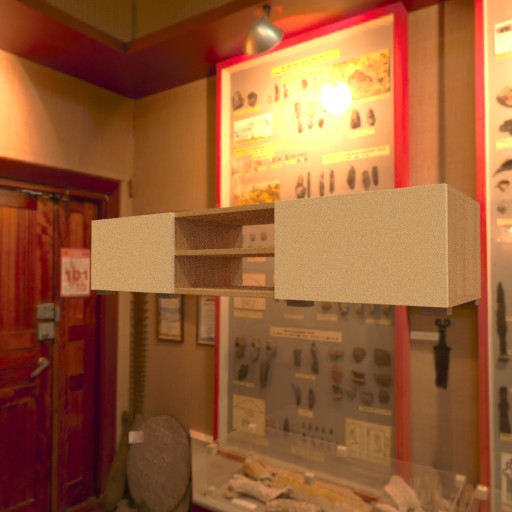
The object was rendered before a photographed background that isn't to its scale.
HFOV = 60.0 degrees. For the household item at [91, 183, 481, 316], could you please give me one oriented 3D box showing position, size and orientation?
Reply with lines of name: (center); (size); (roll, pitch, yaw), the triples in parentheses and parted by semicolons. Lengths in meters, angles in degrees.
household item: (0.000, 0.000, 1.605); (1.400, 0.310, 0.420); (-1, -2, 36)
